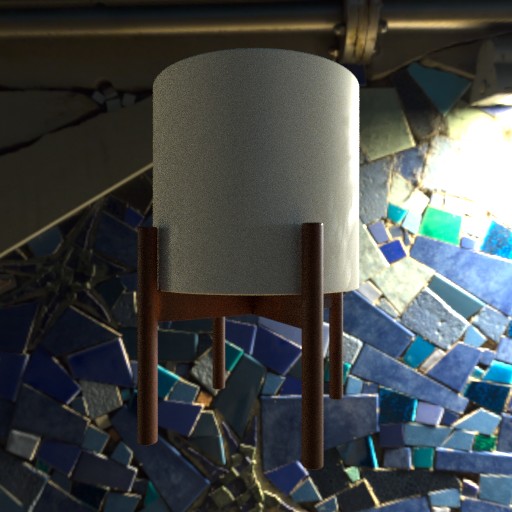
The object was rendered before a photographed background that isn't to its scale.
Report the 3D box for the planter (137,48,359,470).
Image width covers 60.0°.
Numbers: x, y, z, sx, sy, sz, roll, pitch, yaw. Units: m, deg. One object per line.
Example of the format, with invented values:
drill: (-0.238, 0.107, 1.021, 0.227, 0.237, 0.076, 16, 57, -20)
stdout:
planter: (0.000, 0.000, 0.921, 0.417, 0.670, 0.417, 0, 0, 16)
